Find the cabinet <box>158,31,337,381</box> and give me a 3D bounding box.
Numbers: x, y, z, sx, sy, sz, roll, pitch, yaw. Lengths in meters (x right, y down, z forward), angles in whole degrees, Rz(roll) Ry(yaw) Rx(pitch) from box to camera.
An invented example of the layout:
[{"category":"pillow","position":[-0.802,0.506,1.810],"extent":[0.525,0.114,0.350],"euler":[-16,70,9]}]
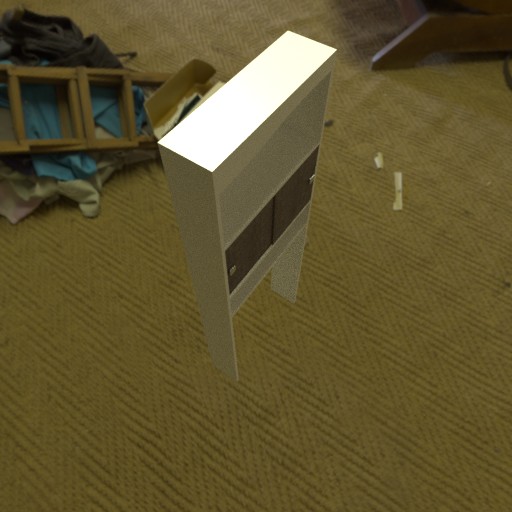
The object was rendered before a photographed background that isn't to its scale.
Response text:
[{"category":"cabinet","position":[0.000,0.000,2.040],"extent":[0.192,1.770,0.643],"euler":[30,62,18]}]
